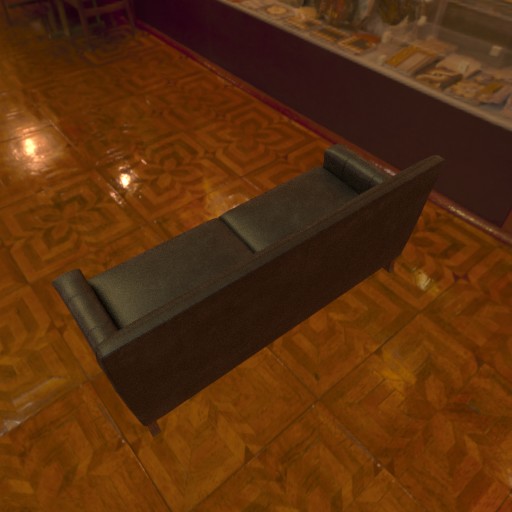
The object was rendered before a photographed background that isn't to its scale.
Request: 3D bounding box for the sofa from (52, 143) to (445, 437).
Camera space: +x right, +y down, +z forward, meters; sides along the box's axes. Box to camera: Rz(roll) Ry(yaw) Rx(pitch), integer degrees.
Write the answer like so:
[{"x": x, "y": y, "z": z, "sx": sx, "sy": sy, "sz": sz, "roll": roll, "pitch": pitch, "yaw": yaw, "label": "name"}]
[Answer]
[{"x": 0.000, "y": 0.000, "z": 2.576, "sx": 2.053, "sy": 0.947, "sz": 0.805, "roll": -29, "pitch": 54, "yaw": -24, "label": "sofa"}]
